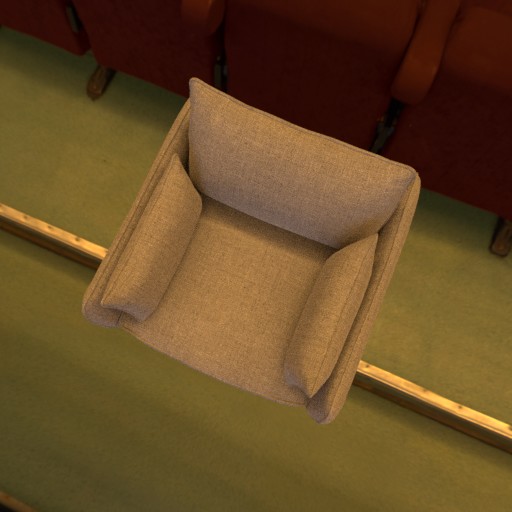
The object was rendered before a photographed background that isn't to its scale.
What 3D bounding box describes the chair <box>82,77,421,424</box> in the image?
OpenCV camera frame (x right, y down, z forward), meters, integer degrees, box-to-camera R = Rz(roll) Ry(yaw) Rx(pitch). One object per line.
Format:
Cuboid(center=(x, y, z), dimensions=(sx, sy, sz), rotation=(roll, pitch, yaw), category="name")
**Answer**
Cuboid(center=(0.000, 0.000, 1.732), dimensions=(0.993, 0.839, 0.976), rotation=(22, 77, 6), category="chair")
